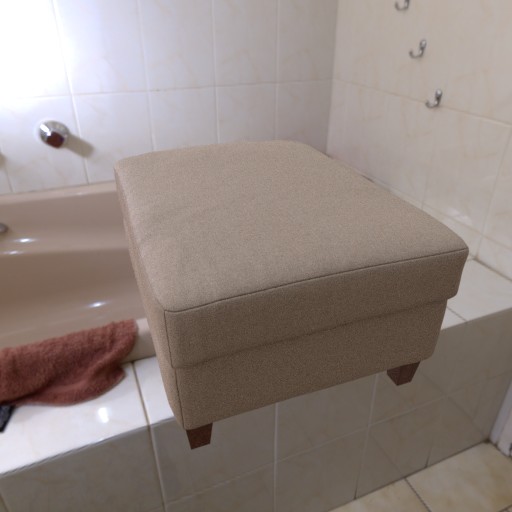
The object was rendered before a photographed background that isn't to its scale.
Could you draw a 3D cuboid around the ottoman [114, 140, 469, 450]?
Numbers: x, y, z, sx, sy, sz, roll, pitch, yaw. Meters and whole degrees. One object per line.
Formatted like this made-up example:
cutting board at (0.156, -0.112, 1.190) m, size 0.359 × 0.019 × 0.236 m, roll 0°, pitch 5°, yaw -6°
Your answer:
ottoman at (0.000, 0.000, 1.302) m, size 0.692 × 0.511 × 0.902 m, roll -11°, pitch 31°, yaw -18°
